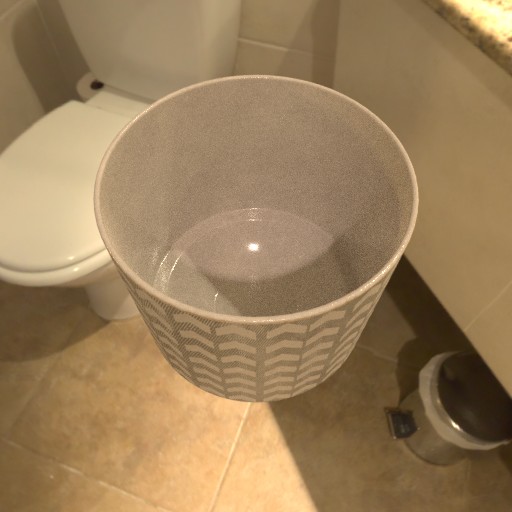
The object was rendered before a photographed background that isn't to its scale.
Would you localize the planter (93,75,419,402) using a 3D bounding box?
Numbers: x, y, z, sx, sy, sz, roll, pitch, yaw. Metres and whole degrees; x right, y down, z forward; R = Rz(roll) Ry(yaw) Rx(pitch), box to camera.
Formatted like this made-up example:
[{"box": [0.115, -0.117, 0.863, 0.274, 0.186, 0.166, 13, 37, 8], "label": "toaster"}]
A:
[{"box": [0.000, 0.000, 0.447, 0.250, 0.239, 0.250, 0, 58, 0], "label": "planter"}]
